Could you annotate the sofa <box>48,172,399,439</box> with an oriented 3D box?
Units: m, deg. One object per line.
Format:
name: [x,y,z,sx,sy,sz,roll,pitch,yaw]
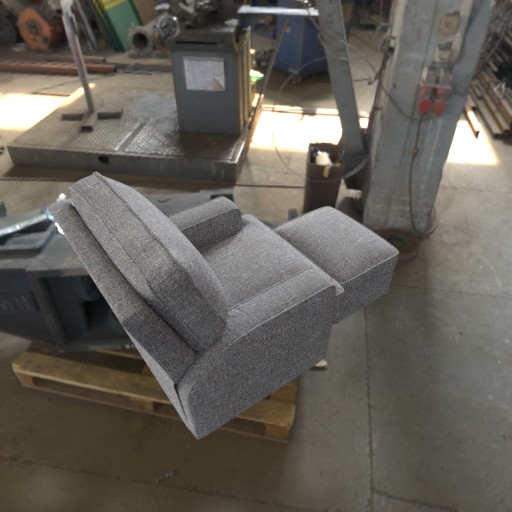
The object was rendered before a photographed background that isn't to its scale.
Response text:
sofa: [0.000,0.000,2.047,1.472,0.959,0.861,-25,45,-27]
